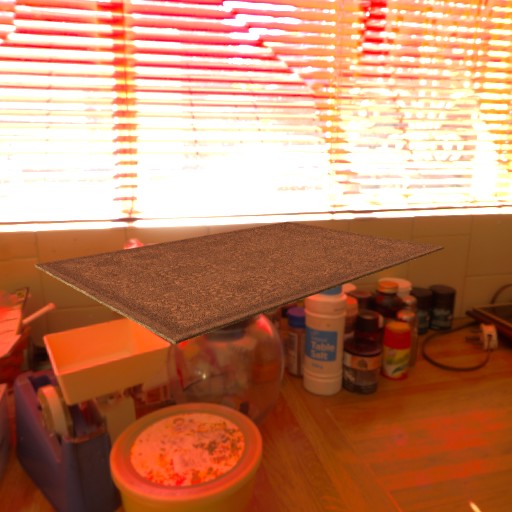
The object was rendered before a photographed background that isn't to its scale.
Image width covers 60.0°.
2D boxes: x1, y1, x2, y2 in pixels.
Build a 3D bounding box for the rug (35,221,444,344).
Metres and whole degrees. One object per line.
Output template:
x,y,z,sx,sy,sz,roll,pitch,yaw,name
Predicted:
0.000,0.000,2.340,1.819,0.012,1.208,-13,19,-42,rug
